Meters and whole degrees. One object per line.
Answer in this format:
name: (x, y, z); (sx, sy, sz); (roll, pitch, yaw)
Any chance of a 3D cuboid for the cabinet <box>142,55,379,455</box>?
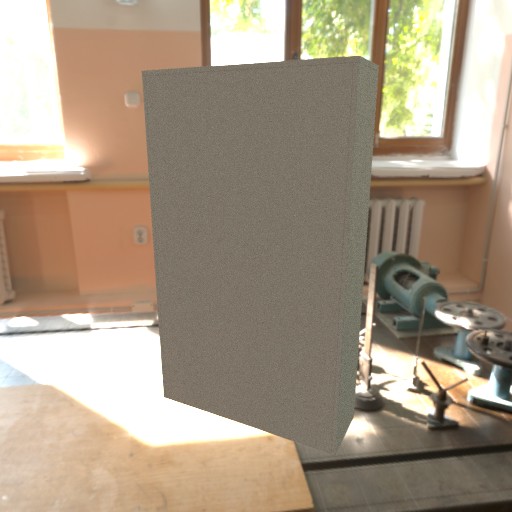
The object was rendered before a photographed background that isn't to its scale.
cabinet: (0.000, 0.000, 1.632); (0.750, 1.280, 0.250); (8, 18, 26)
